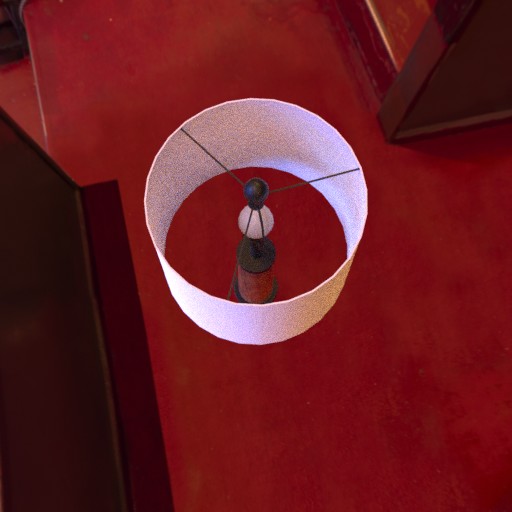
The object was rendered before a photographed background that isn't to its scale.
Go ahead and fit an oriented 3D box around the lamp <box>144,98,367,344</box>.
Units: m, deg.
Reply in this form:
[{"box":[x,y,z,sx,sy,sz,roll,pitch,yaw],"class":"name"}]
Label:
[{"box":[0.000,0.000,0.870,0.349,0.667,0.349,0,75,0],"class":"lamp"}]
